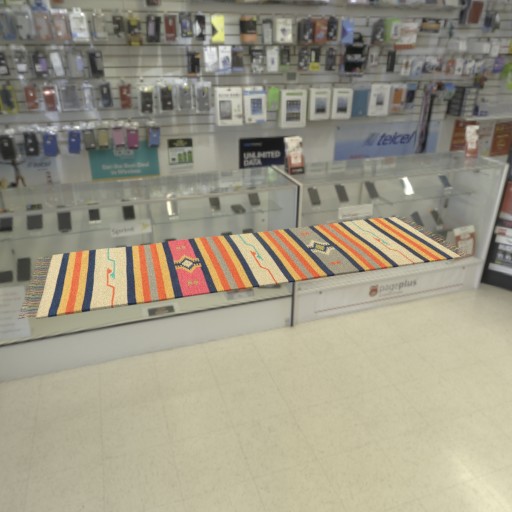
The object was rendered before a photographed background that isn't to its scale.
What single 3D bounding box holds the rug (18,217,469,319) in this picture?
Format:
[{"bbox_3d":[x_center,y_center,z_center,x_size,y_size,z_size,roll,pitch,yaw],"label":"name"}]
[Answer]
[{"bbox_3d":[0.000,0.000,2.603,2.455,0.017,0.695,-7,26,-15],"label":"rug"}]
